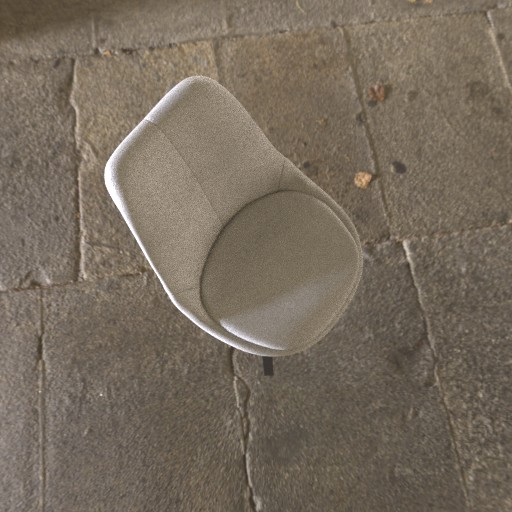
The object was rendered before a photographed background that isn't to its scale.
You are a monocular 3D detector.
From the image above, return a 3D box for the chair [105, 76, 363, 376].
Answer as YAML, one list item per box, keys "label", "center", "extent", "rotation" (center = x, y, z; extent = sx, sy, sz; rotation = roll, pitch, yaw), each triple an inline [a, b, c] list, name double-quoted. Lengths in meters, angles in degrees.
- label: "chair"
  center: [0.000, 0.000, 1.207]
  extent: [0.550, 0.850, 0.485]
  rotation: [36, 78, 9]
